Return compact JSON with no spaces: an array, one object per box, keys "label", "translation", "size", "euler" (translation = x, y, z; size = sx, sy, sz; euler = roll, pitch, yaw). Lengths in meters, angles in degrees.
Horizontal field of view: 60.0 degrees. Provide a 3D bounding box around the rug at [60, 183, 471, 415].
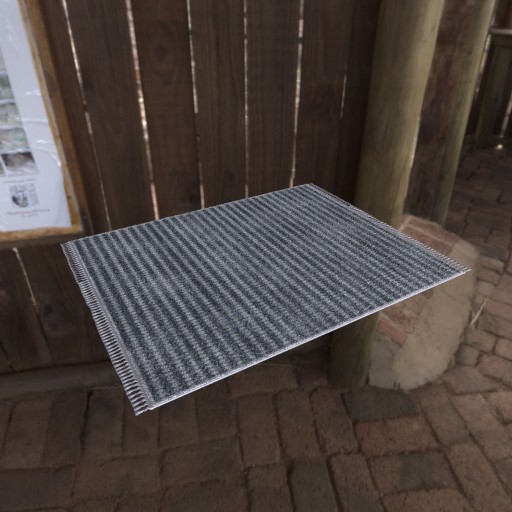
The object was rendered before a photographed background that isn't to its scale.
[{"label":"rug","translation":[0.000,0.000,3.938],"size":[2.910,0.013,2.256],"euler":[-17,35,-26]}]
